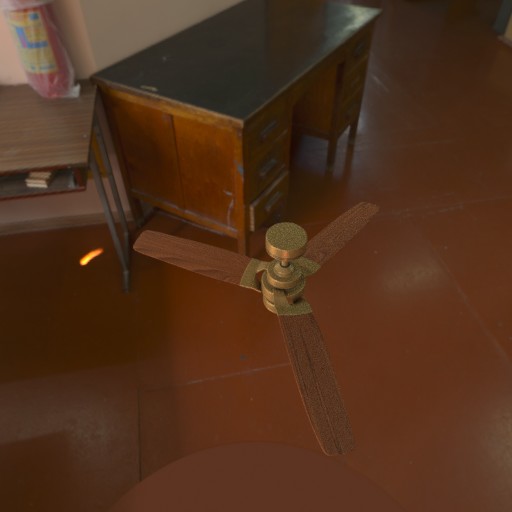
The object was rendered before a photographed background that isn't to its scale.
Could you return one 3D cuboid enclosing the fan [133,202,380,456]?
[{"bbox_3d":[0.000,0.000,2.052,1.271,0.425,1.416,16,48,15],"label":"fan"}]
